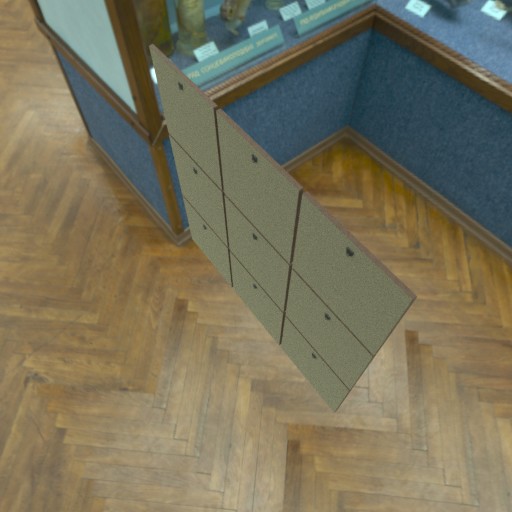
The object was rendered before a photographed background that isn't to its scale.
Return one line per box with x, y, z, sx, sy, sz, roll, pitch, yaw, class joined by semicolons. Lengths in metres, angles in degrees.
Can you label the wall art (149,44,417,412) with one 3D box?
0.000;0.000;1.341;0.018;0.904;0.906;-33;64;-18;wall art
